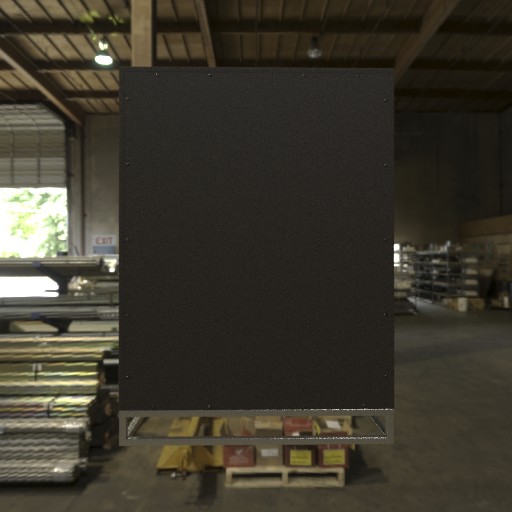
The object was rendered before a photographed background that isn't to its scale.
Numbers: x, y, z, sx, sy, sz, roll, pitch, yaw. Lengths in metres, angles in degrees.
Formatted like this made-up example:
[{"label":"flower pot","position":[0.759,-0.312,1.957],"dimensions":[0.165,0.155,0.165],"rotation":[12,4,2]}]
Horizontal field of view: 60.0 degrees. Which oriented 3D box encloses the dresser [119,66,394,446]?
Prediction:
[{"label":"dresser","position":[0.000,0.000,1.802],"dimensions":[0.965,1.321,0.508],"rotation":[0,0,-1]}]
